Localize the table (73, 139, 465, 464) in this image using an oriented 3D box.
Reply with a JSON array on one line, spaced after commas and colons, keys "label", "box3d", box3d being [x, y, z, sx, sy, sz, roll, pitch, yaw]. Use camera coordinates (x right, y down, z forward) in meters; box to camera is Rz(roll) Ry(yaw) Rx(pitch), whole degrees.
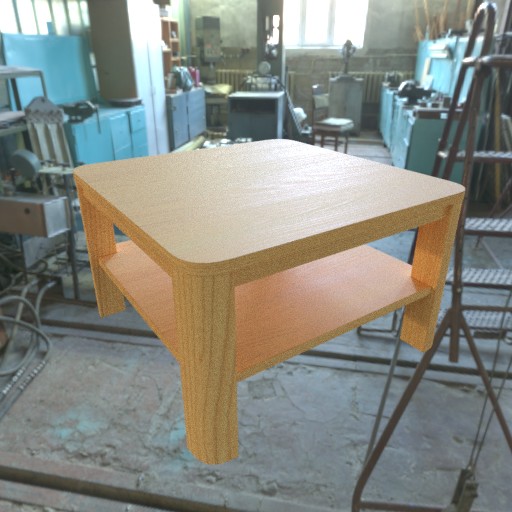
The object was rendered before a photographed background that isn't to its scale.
[{"label": "table", "box3d": [0.000, 0.000, 1.231, 0.750, 0.450, 0.750, -16, 30, -31]}]
